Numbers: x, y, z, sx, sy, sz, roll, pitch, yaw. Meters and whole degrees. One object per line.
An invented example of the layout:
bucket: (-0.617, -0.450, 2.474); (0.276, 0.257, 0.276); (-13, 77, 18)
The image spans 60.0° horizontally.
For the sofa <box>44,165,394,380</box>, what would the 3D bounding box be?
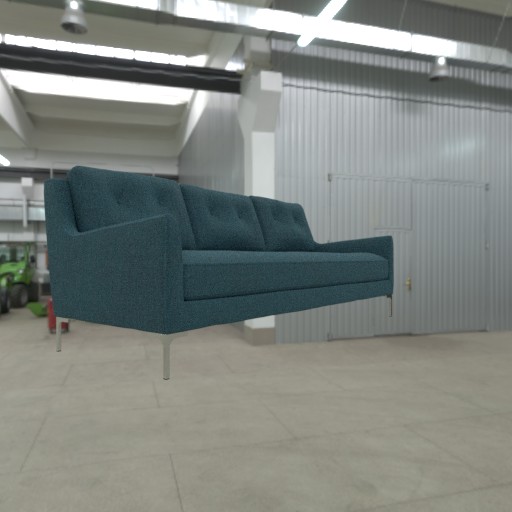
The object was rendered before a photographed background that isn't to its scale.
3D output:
sofa: (0.000, 0.000, 2.530); (0.849, 0.837, 2.060); (0, 0, 38)
